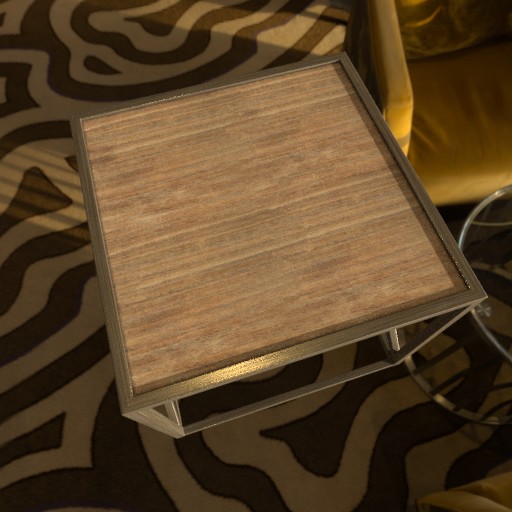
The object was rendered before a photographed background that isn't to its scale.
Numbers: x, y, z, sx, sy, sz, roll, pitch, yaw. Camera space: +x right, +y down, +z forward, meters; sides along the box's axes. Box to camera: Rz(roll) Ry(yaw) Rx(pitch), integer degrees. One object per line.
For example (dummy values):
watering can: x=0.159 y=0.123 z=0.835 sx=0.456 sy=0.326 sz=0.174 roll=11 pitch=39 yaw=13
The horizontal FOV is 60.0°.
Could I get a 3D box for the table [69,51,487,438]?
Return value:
table: x=0.000 y=0.000 z=1.045 sx=0.609 sy=0.507 sz=0.611 roll=-16 pitch=65 yaw=-8
